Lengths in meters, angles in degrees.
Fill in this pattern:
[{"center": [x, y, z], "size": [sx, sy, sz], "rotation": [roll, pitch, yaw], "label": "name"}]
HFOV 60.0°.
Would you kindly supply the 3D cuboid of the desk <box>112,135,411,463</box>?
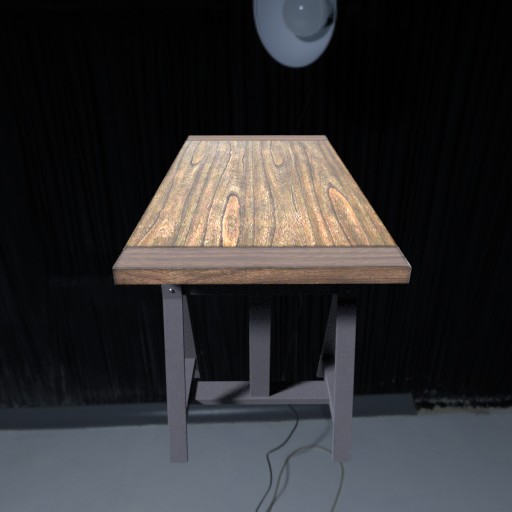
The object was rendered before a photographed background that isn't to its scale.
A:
[{"center": [0.000, 0.000, 1.972], "size": [0.784, 0.725, 1.543], "rotation": [0, 28, 0], "label": "desk"}]
